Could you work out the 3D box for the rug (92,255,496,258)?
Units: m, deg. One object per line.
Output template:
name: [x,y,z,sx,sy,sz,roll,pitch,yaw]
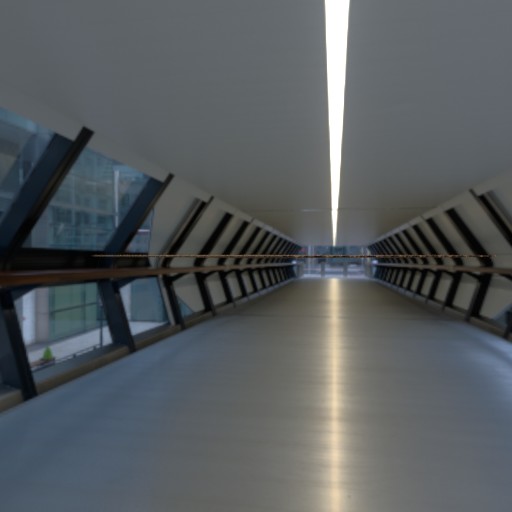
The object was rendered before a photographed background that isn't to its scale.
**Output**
rug: [0.000,0.000,2.986,1.516,0.010,2.434,0,0,-36]
